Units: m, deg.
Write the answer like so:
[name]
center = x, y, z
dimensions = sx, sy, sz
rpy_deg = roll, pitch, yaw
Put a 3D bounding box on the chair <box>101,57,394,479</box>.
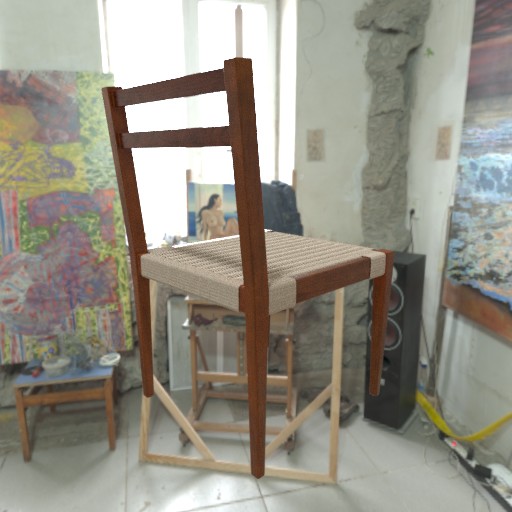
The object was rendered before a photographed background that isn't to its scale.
[chair]
center = 0.000, 0.000, 1.186
dimensions = 0.569, 0.851, 0.495
rpy_deg = -12, 18, -43
